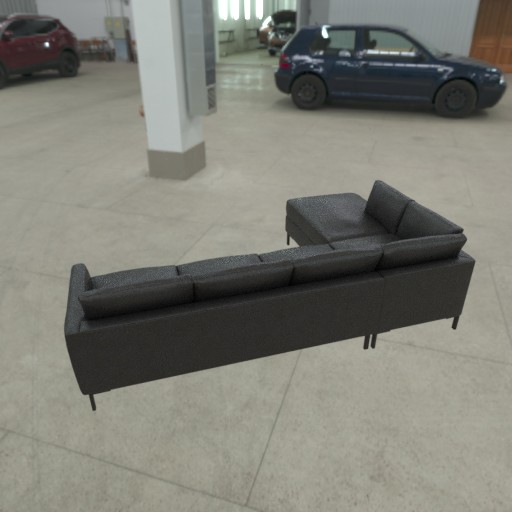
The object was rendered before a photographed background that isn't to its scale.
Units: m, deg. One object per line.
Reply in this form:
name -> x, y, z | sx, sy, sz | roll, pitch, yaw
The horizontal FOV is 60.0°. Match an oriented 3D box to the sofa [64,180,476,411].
sofa -> 0.000, 0.000, 3.883 | 2.984, 0.877, 1.938 | -8, 30, -15
